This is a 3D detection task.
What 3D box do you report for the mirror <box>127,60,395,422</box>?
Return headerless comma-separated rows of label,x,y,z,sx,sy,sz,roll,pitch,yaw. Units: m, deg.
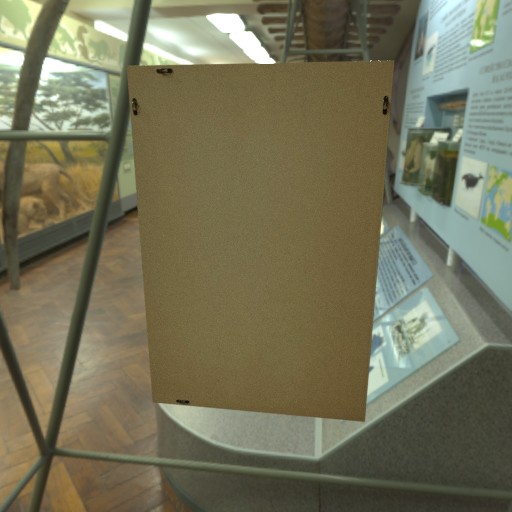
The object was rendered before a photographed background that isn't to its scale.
mirror,0.000,0.000,1.143,0.609,0.915,0.041,2,17,8
